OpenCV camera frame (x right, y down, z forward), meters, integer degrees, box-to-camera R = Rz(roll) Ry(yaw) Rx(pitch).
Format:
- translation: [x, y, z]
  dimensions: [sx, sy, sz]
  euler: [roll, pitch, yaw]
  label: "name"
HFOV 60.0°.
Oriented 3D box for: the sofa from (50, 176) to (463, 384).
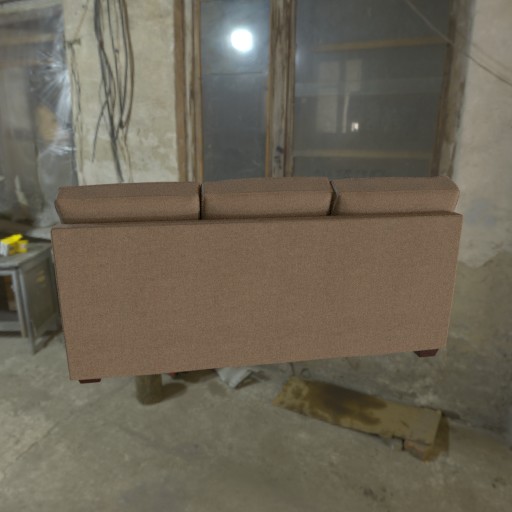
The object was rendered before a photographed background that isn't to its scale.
- translation: [0.000, 0.000, 2.778]
  dimensions: [2.092, 1.036, 1.127]
  euler: [-3, 16, -10]
  label: "sofa"
